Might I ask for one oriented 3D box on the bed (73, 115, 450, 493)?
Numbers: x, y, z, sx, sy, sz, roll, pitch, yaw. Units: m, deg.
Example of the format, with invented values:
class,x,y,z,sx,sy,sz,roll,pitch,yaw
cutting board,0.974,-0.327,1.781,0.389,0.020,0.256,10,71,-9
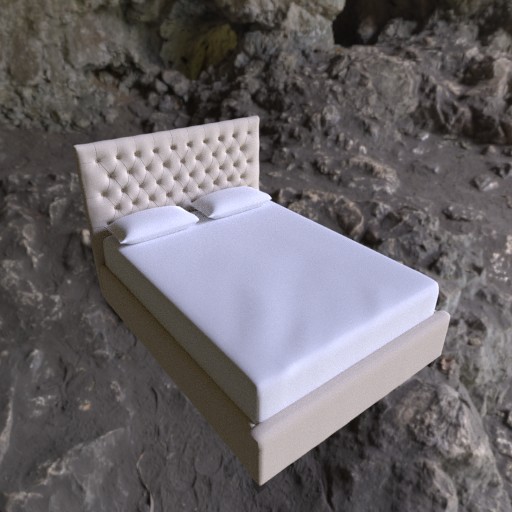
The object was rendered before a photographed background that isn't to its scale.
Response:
class,x,y,z,sx,sy,sz,roll,pitch,yaw
bed,0.000,0.000,3.227,1.696,1.426,2.233,-21,35,-32
